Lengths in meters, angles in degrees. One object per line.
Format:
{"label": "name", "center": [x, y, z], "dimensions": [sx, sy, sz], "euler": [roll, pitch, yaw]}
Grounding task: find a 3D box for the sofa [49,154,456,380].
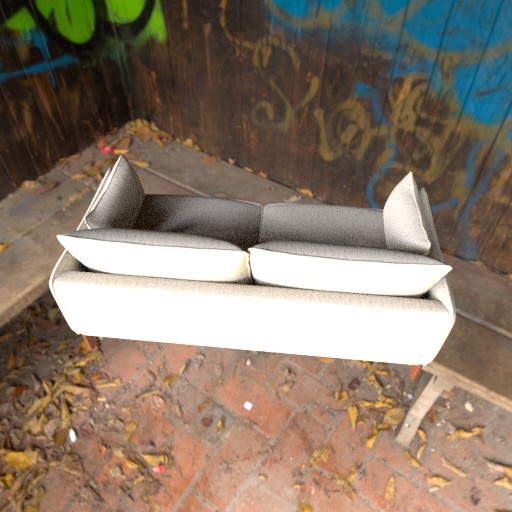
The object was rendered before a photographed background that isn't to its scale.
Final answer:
{"label": "sofa", "center": [0.000, 0.000, 2.540], "dimensions": [1.989, 0.860, 0.991], "euler": [4, 47, 4]}
